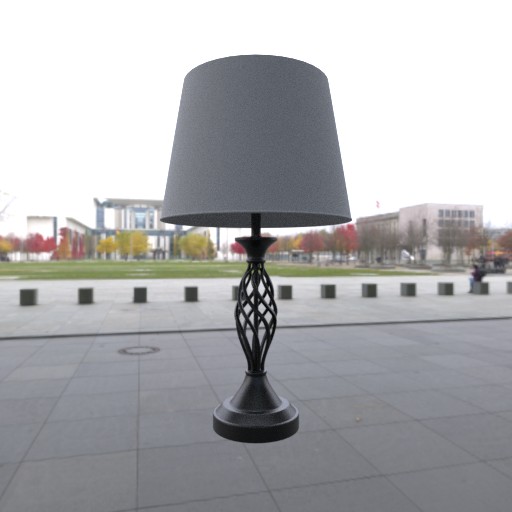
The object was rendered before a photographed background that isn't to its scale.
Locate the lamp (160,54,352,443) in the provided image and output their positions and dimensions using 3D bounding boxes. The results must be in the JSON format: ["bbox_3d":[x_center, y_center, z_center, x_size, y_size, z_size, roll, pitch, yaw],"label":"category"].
[{"bbox_3d":[0.000,0.000,0.777,0.331,0.594,0.331,0,0,0],"label":"lamp"}]
